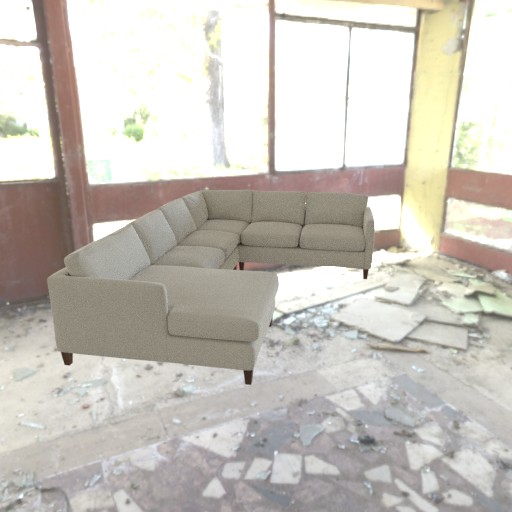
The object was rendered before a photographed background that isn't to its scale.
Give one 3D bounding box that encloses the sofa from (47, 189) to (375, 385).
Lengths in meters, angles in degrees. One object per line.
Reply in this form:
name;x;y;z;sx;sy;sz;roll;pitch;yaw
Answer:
sofa;0.000;0.000;4.742;2.593;0.956;3.459;3;17;10
